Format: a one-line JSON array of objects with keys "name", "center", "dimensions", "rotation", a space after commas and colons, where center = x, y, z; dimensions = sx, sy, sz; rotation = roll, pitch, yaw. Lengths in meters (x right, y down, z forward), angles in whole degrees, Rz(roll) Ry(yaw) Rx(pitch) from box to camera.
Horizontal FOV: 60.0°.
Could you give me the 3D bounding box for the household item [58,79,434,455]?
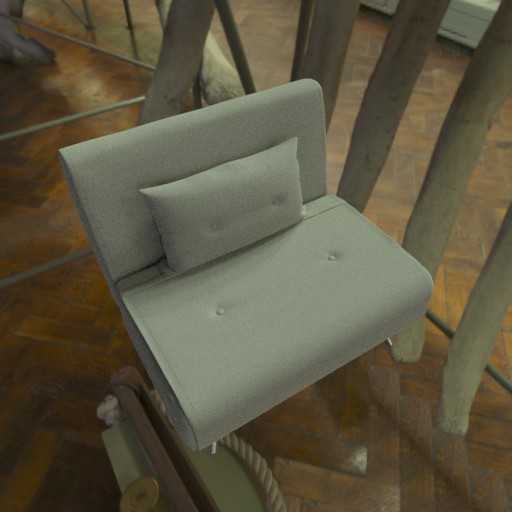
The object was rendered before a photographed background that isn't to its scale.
[{"name": "household item", "center": [0.000, 0.000, 1.604], "dimensions": [1.000, 0.800, 0.874], "rotation": [-24, 51, -21]}]
